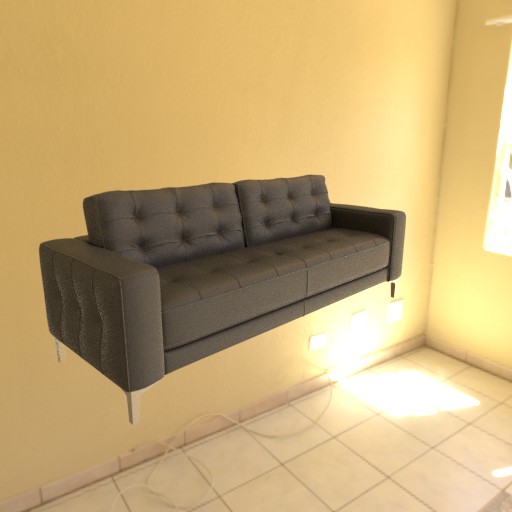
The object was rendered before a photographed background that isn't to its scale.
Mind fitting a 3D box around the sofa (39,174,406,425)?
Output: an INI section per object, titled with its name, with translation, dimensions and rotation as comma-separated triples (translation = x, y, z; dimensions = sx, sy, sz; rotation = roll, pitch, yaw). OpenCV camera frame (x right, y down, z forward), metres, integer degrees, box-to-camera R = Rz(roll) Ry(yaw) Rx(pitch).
[sofa]
translation = 0.000, 0.000, 2.721
dimensions = 2.275, 0.893, 0.833
rotation = -14, 20, -43
